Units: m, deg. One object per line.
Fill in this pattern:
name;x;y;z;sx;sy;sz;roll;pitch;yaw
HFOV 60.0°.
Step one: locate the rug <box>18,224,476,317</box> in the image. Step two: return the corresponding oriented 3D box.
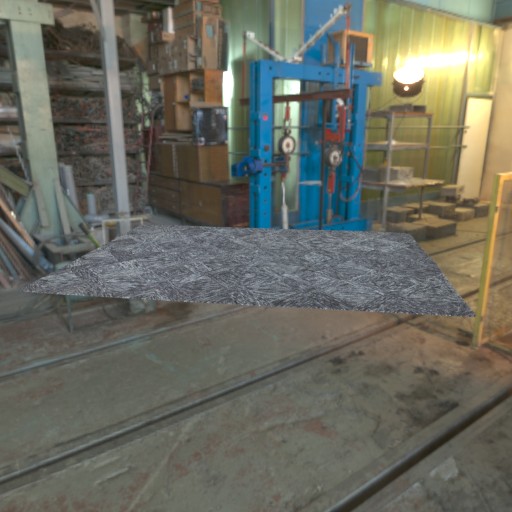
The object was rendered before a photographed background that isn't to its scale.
rug;0.000;0.000;5.279;4.093;0.020;2.997;2;16;8
